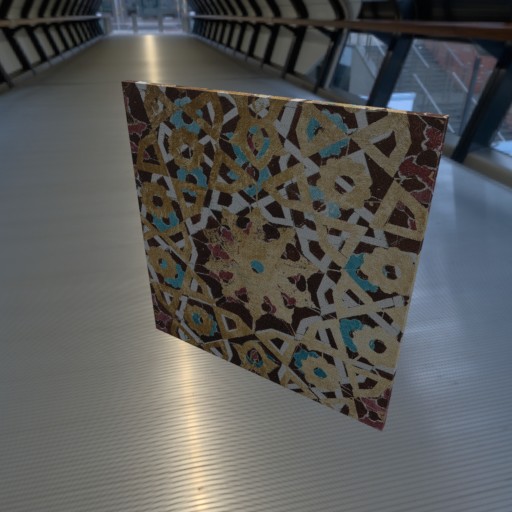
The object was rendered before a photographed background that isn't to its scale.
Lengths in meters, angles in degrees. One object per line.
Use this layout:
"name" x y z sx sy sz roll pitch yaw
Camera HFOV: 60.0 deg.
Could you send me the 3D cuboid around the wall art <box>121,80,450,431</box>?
"wall art" 0.000 0.000 1.100 0.757 0.762 0.028 17 34 28
